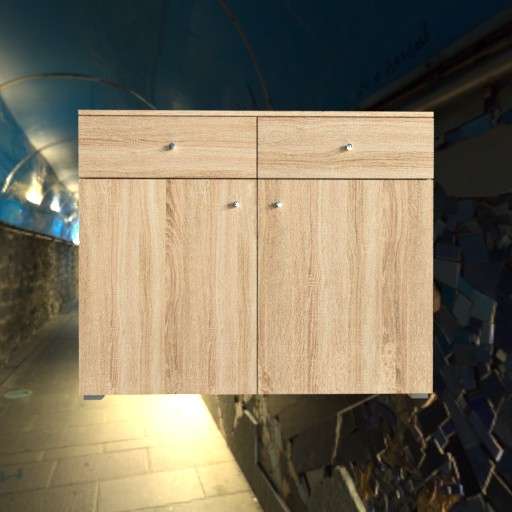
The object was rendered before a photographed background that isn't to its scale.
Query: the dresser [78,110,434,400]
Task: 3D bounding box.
[{"bbox_3d":[0.000,0.000,1.582,1.100,0.900,0.450,0,0,-1],"label":"dresser"}]
